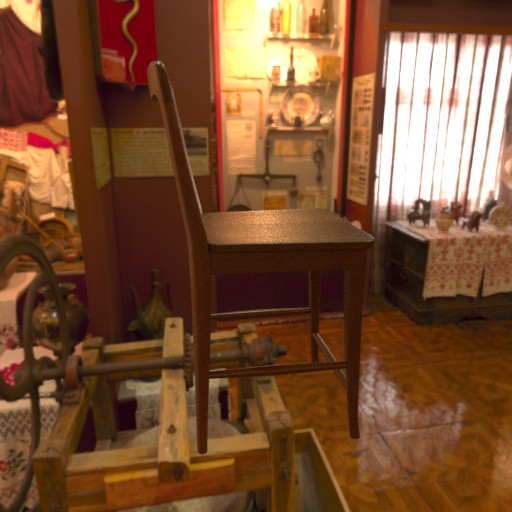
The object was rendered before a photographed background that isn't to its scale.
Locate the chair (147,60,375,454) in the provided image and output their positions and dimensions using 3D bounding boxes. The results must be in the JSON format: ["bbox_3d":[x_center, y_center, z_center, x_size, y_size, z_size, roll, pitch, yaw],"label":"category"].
[{"bbox_3d":[0.000,0.000,1.285,0.546,0.991,0.450,-3,17,-8],"label":"chair"}]
